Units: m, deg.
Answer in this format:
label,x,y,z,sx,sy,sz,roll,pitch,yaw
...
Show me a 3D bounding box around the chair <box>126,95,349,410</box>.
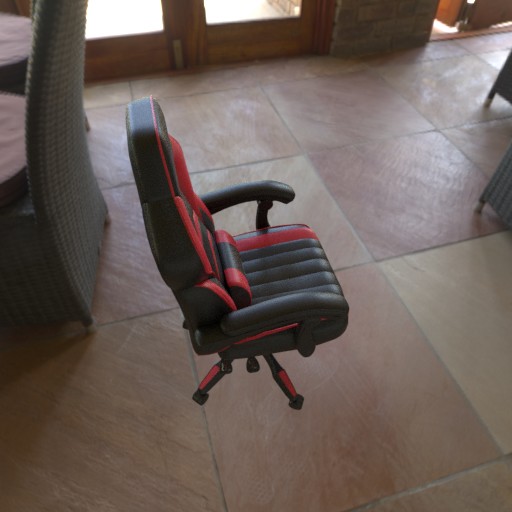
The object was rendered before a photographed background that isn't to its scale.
label,x,y,z,sx,sy,sz,roll,pitch,yaw
chair,0.000,0.000,1.621,0.700,1.220,0.700,-10,47,-9
